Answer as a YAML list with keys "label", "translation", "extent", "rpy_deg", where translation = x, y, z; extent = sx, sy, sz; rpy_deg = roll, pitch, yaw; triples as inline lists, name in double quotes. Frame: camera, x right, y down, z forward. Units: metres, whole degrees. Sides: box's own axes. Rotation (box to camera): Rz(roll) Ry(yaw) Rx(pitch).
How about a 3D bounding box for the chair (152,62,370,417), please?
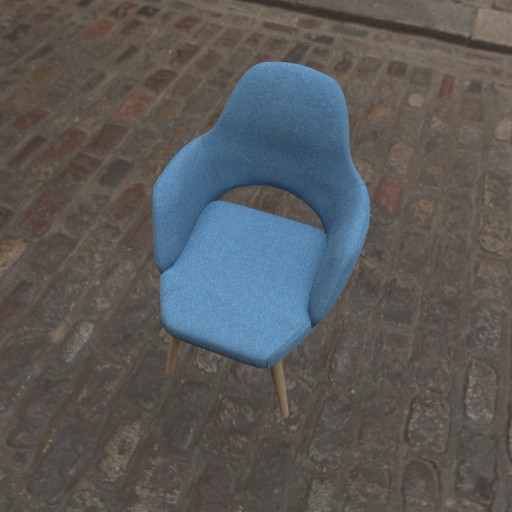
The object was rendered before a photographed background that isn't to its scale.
- label: "chair"
  translation: [0.000, 0.000, 1.376]
  extent: [0.589, 0.920, 0.666]
  rpy_deg: [17, 60, 10]
